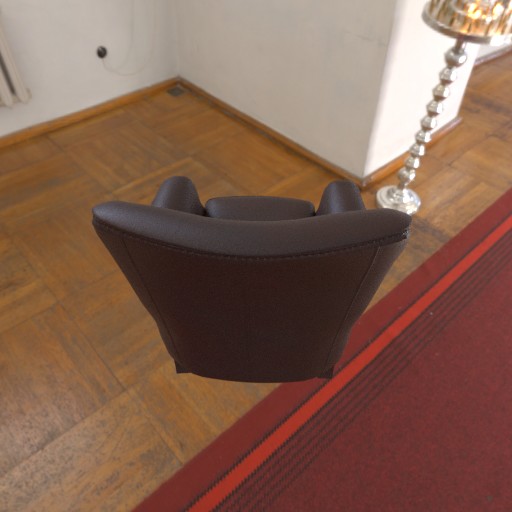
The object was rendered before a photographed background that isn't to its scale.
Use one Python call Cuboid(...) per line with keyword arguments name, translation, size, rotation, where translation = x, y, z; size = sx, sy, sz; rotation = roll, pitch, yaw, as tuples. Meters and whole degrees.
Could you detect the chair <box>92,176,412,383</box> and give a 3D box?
Cuboid(name="chair", translation=(0.000, 0.000, 1.362), size=(0.700, 0.800, 0.746), rotation=(2, 46, 2))
